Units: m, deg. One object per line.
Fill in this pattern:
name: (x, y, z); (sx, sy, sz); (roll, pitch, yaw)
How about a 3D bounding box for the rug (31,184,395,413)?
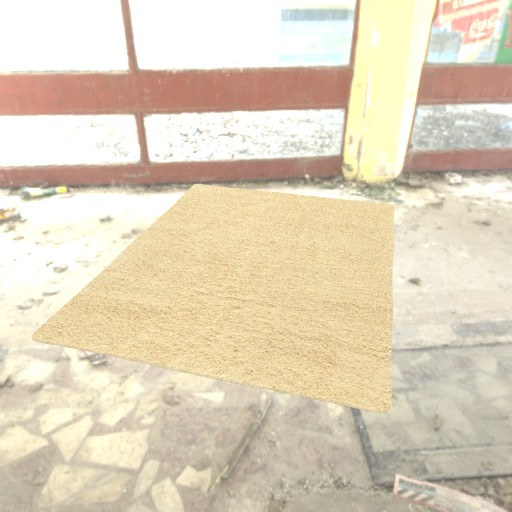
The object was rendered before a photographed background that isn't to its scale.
rug: (0.000, 0.000, 4.005); (2.401, 0.025, 3.001); (8, 31, 13)
